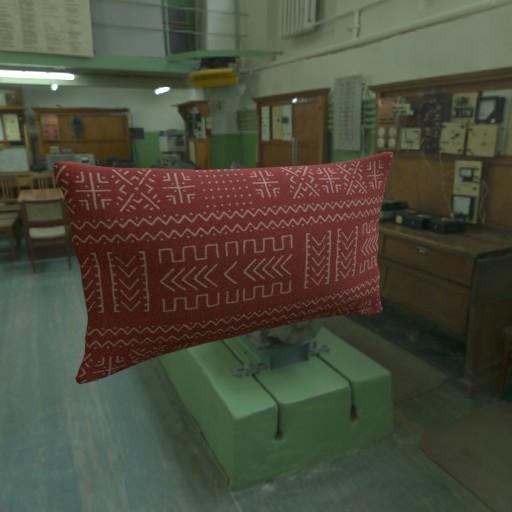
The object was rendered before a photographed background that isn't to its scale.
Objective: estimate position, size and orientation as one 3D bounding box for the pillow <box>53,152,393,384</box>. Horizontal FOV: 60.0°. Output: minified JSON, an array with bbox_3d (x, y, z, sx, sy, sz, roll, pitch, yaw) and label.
[{"bbox_3d":[0.000,0.000,0.798,0.640,0.352,0.130,-8,18,-26],"label":"pillow"}]
